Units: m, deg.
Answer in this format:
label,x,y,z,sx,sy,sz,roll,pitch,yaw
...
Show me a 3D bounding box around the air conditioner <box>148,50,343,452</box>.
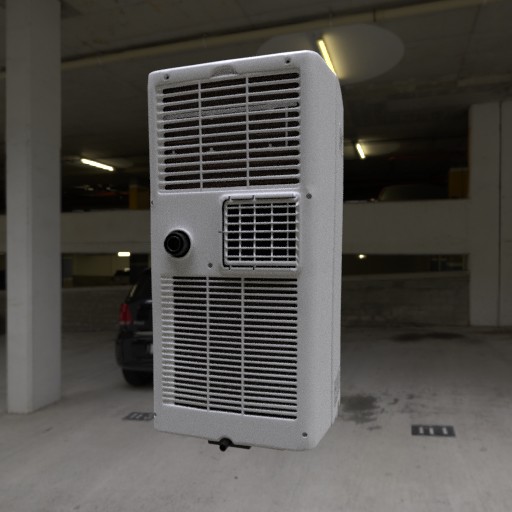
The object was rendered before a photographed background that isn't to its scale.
label,x,y,z,sx,sy,sz,roll,pitch,yaw
air conditioner,0.000,0.000,0.814,0.304,0.606,0.349,0,1,18
